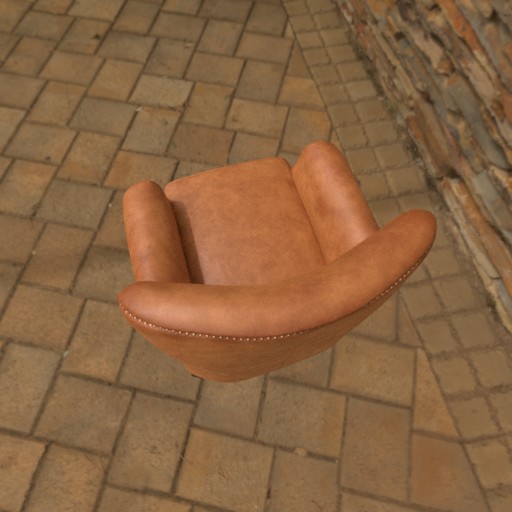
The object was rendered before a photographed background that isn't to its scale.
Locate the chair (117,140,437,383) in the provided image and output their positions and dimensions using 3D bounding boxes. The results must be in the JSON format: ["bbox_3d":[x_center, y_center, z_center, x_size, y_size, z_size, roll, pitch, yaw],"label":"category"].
[{"bbox_3d":[0.000,0.000,1.622,0.861,0.936,0.921,-15,62,-8],"label":"chair"}]
